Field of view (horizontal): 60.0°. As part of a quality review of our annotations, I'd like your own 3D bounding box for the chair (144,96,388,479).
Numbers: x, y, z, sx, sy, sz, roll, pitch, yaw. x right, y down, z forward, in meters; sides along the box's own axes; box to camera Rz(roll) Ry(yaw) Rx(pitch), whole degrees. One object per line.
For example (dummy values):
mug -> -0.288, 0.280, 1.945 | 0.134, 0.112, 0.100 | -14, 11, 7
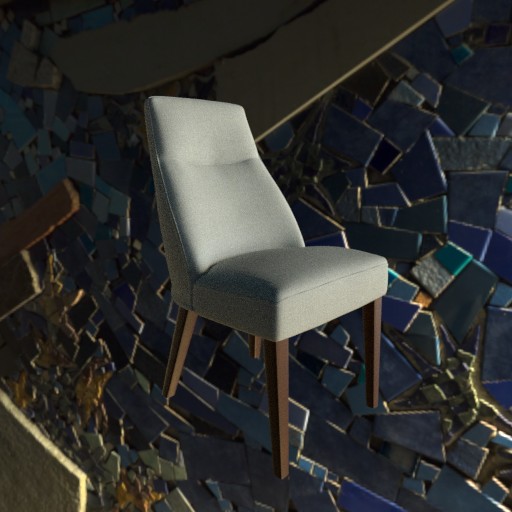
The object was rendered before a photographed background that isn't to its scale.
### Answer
chair -> 0.000, 0.000, 1.324 | 0.620, 0.930, 0.500 | 13, 18, 43
